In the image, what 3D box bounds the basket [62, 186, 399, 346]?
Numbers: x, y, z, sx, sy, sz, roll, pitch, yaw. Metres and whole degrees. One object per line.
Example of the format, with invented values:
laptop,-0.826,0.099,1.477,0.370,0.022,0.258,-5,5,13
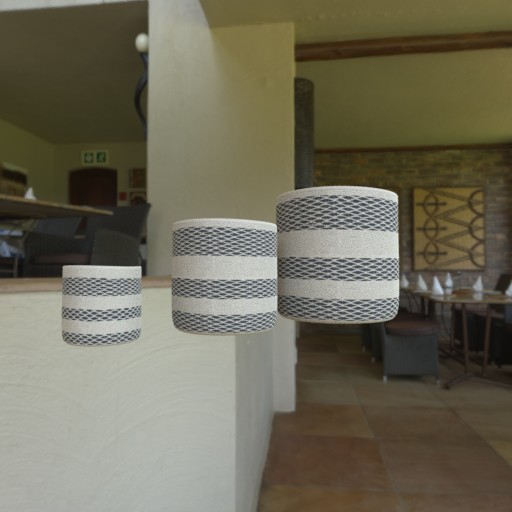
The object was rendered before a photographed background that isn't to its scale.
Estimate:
basket,0.000,0.000,1.125,0.917,0.356,0.351,1,-1,-35
